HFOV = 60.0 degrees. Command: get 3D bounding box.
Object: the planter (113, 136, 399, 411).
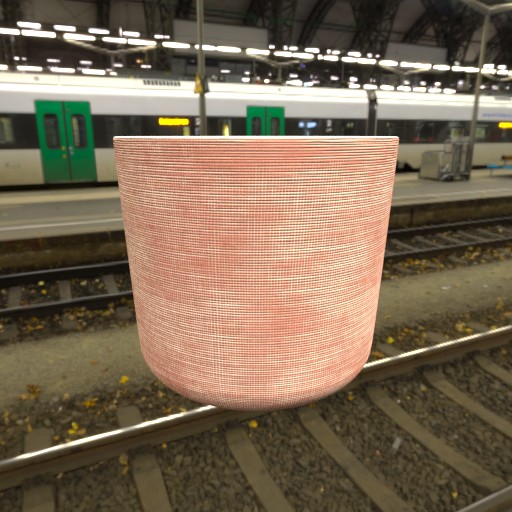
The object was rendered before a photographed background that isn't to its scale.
[{"bbox_3d":[0.000,0.000,0.766,0.440,0.398,0.440,0,15,0],"label":"planter"}]
